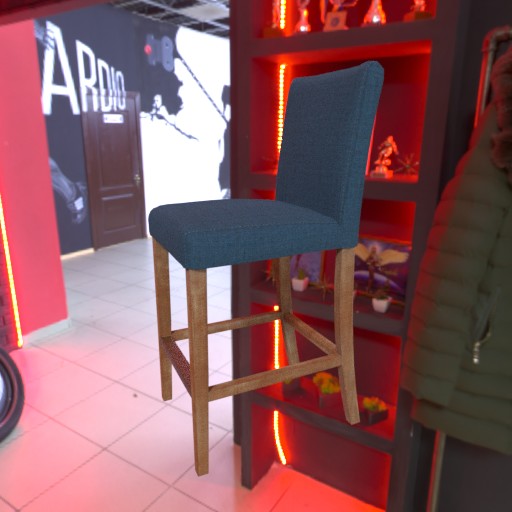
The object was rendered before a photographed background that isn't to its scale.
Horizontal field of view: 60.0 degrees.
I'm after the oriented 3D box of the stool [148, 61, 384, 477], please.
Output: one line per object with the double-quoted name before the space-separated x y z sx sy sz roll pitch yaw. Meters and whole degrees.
"stool" 0.000 0.000 1.362 0.574 1.088 0.454 -7 17 -24
